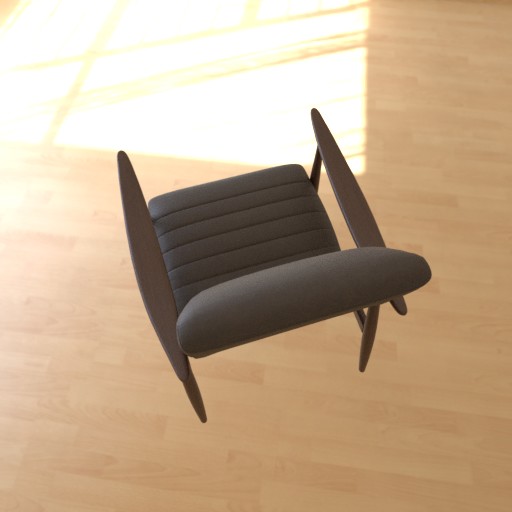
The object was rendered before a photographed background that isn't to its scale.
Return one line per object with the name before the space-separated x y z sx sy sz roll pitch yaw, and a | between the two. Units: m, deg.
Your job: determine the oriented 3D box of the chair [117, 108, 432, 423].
chair | 0.000 0.000 1.437 0.741 0.831 0.798 -15 60 -9
